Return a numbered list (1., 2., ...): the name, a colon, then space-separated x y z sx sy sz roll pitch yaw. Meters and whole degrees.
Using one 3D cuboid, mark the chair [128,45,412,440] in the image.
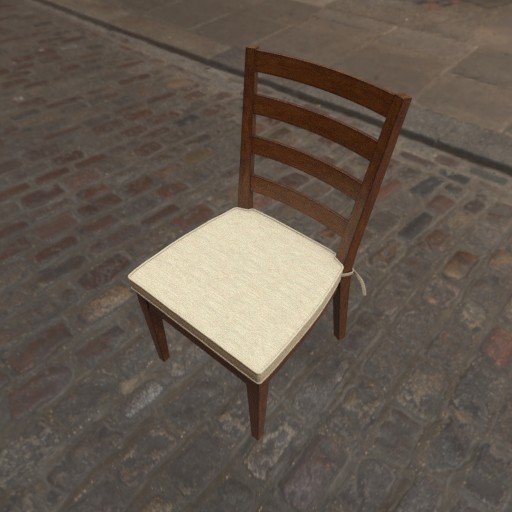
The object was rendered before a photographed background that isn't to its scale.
1. chair: 0.000 0.000 1.355 0.593 0.979 0.595 31 53 27
